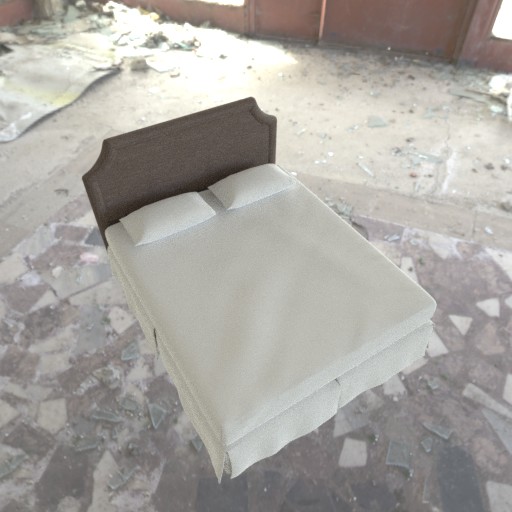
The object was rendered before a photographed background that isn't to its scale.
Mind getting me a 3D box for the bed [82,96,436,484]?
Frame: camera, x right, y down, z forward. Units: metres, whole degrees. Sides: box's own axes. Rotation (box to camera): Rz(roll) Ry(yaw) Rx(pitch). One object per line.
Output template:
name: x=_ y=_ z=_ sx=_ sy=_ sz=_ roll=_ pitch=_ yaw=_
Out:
bed: x=0.000 y=0.000 z=4.155 sx=2.350 sy=1.590 sz=2.773 roll=-24 pitch=51 yaw=-22
